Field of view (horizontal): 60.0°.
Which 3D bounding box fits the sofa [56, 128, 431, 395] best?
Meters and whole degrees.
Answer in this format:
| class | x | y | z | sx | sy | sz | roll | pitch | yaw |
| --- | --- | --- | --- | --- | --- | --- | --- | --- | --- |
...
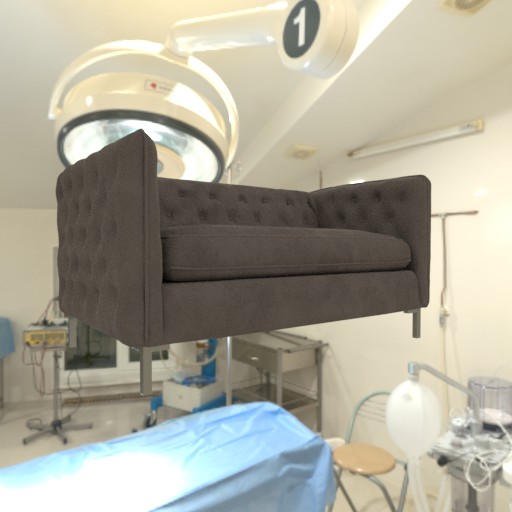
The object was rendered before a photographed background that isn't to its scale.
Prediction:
| class | x | y | z | sx | sy | sz | roll | pitch | yaw |
| --- | --- | --- | --- | --- | --- | --- | --- | --- | --- |
| sofa | 0.000 | 0.000 | 2.088 | 1.583 | 0.810 | 0.909 | -1 | 2 | -36 |
